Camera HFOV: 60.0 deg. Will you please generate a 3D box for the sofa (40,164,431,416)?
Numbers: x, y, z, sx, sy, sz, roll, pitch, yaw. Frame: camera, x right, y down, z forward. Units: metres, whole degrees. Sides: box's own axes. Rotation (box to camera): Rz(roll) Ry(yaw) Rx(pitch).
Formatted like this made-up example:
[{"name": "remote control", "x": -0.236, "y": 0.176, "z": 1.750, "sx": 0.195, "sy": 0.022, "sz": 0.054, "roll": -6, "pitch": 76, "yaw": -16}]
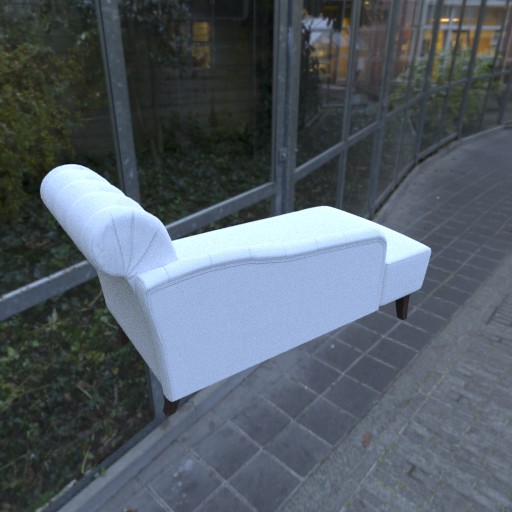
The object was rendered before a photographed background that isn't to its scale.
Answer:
[{"name": "sofa", "x": 0.000, "y": 0.000, "z": 1.774, "sx": 1.379, "sy": 0.787, "sz": 0.675, "roll": -16, "pitch": 30, "yaw": -31}]
